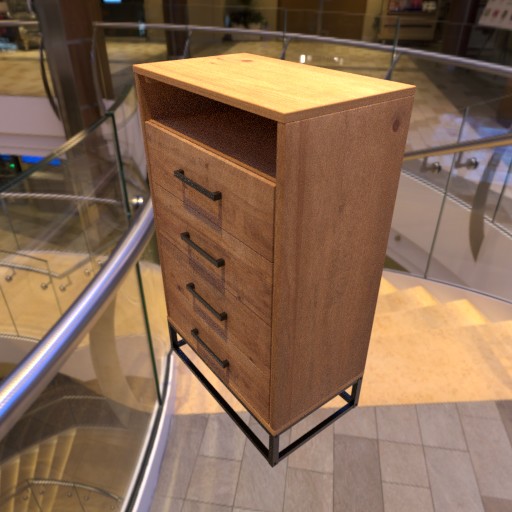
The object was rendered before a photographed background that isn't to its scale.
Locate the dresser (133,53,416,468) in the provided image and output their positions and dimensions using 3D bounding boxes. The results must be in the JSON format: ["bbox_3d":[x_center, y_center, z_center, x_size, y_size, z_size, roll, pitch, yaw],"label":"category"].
[{"bbox_3d":[0.000,0.000,1.613,0.479,1.240,0.761,-22,38,-31],"label":"dresser"}]
